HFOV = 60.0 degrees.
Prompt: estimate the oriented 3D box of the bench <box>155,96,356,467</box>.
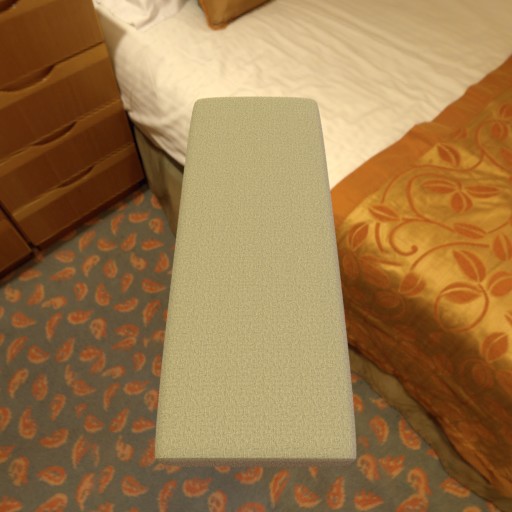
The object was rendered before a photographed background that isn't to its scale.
[{"bbox_3d":[0.000,0.000,1.841,0.631,0.383,1.598,0,58,0],"label":"bench"}]
